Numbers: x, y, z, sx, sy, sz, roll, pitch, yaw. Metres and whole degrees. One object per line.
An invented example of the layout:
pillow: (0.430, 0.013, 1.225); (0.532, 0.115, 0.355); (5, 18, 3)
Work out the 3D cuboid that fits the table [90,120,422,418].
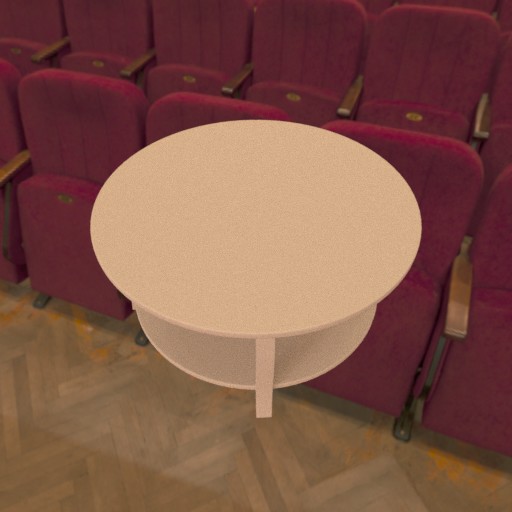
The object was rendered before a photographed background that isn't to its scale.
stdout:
table: (0.000, 0.000, 1.420); (0.910, 0.457, 0.910); (0, 46, 0)
